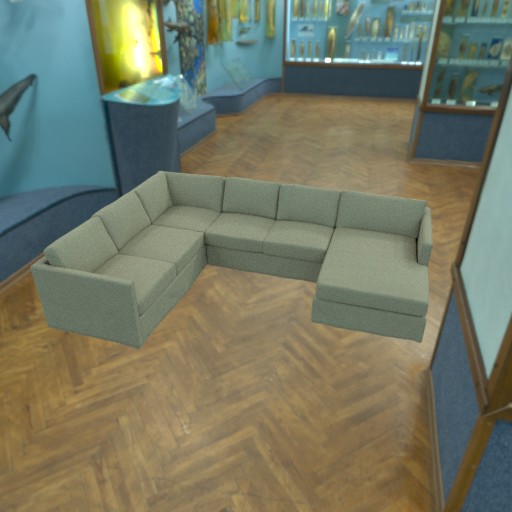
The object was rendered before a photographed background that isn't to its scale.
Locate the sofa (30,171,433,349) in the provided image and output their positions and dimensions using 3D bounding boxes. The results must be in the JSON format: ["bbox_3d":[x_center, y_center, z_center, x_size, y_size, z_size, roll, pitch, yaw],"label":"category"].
[{"bbox_3d":[0.000,0.000,4.594,3.460,0.882,2.427,9,31,15],"label":"sofa"}]
